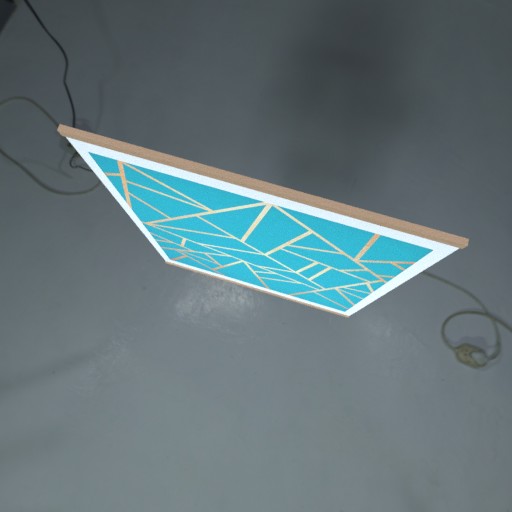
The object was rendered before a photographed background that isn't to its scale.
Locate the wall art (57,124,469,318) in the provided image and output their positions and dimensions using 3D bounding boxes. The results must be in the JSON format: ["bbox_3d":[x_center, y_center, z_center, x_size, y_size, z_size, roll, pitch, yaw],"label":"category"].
[{"bbox_3d":[0.000,0.000,1.277,0.758,1.016,0.013,16,76,4],"label":"wall art"}]
